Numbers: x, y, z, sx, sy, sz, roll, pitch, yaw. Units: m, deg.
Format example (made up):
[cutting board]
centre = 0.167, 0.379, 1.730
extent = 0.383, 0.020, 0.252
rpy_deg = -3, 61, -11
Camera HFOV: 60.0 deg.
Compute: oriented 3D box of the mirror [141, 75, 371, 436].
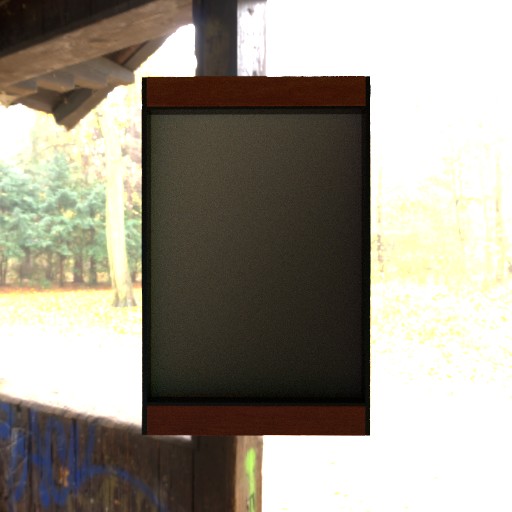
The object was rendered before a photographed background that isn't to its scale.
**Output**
[mirror]
centre = 0.000, 0.000, 1.036
extent = 0.525, 0.823, 0.047
rpy_deg = 0, 0, 1
